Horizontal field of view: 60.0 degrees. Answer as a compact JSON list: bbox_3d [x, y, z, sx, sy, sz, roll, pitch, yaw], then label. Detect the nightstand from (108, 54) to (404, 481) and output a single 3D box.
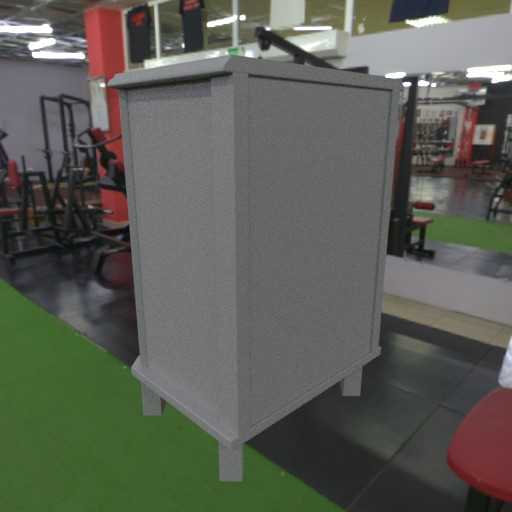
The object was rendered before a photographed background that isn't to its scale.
[{"bbox_3d":[0.000,0.000,0.907,0.450,0.680,0.350,-15,22,-42],"label":"nightstand"}]
